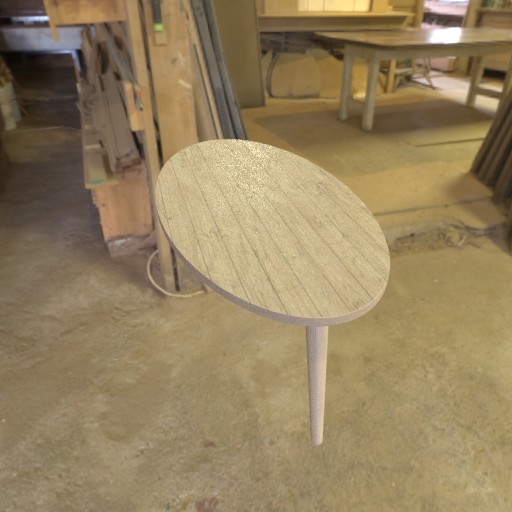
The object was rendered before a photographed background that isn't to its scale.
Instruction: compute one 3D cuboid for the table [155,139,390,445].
[{"bbox_3d":[0.000,0.000,1.325,0.542,0.390,1.083,-8,32,-13],"label":"table"}]
